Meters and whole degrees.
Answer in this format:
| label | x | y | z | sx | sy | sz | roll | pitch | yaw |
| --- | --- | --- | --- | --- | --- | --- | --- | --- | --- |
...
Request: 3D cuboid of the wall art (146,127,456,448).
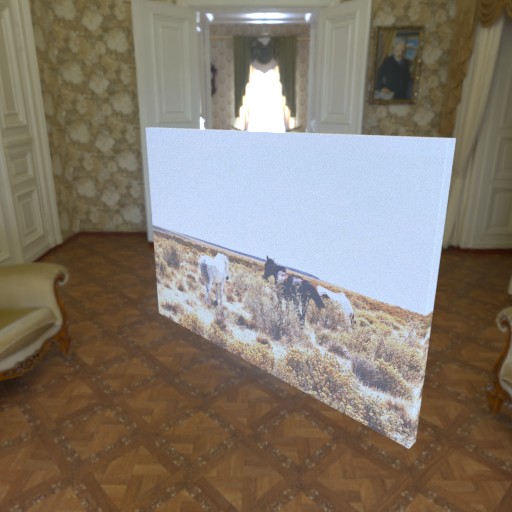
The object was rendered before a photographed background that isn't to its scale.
| label | x | y | z | sx | sy | sz | roll | pitch | yaw |
| --- | --- | --- | --- | --- | --- | --- | --- | --- | --- |
| wall art | 0.000 | 0.000 | 1.876 | 0.051 | 1.016 | 1.520 | -17 | 24 | -42 |
